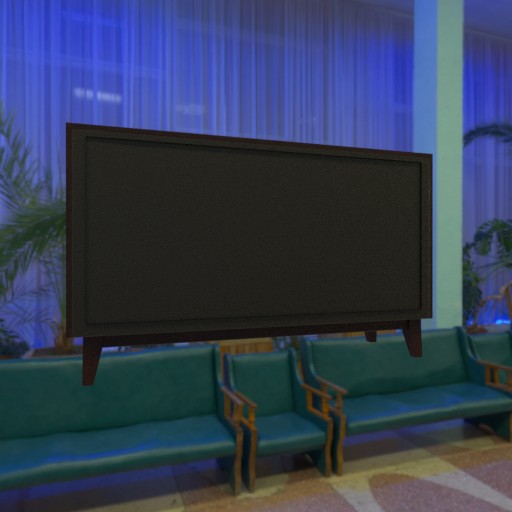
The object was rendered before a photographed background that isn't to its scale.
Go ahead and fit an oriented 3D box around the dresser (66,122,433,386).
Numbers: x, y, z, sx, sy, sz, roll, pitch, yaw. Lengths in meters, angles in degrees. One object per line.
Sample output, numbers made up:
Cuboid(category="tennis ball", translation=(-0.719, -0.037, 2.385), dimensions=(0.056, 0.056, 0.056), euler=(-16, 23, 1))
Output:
Cuboid(category="dresser", translation=(0.000, 0.000, 2.088), dimensions=(1.609, 0.971, 0.499), euler=(0, 0, -18))
